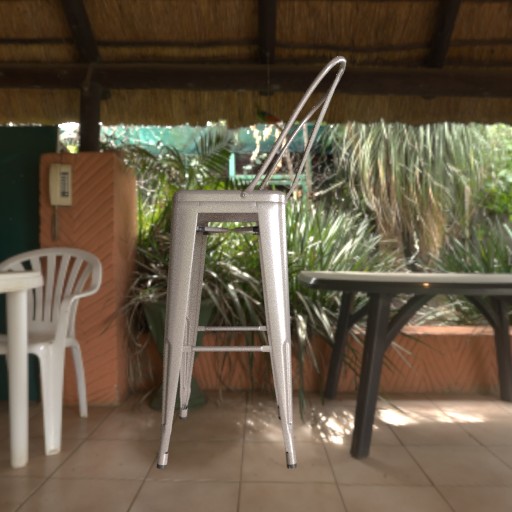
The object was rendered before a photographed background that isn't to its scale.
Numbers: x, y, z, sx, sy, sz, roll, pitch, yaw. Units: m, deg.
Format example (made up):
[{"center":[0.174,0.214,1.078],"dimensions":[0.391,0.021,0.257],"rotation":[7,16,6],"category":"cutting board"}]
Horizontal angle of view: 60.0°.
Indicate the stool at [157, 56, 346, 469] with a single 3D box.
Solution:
[{"center":[0.000,0.000,1.320],"dimensions":[0.513,1.096,0.399],"rotation":[0,0,-1],"category":"stool"}]
